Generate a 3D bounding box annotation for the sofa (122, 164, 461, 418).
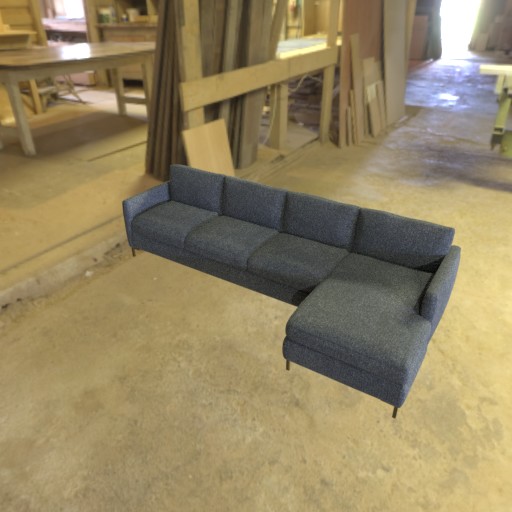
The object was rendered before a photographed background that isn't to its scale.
[{"bbox_3d":[0.000,0.000,3.657,2.932,0.810,1.350,18,34,28],"label":"sofa"}]
